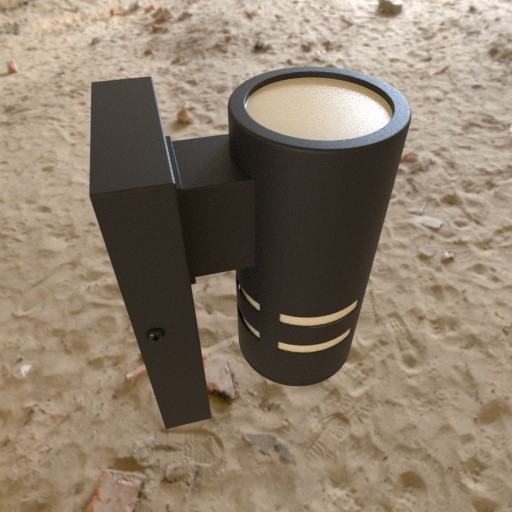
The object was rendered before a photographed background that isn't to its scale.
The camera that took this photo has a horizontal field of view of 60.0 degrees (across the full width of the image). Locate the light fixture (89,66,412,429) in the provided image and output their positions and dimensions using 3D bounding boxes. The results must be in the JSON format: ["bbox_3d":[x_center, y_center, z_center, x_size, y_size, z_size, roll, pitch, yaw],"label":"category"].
[{"bbox_3d":[0.000,0.000,0.254,0.138,0.179,0.098,-10,46,-10],"label":"light fixture"}]
